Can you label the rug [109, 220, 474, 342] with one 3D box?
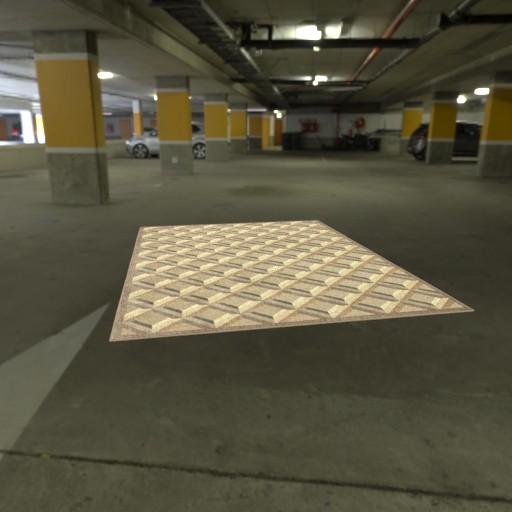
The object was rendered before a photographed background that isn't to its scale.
[{"bbox_3d":[0.000,0.000,4.337,2.382,0.018,3.294,-3,16,-11],"label":"rug"}]
